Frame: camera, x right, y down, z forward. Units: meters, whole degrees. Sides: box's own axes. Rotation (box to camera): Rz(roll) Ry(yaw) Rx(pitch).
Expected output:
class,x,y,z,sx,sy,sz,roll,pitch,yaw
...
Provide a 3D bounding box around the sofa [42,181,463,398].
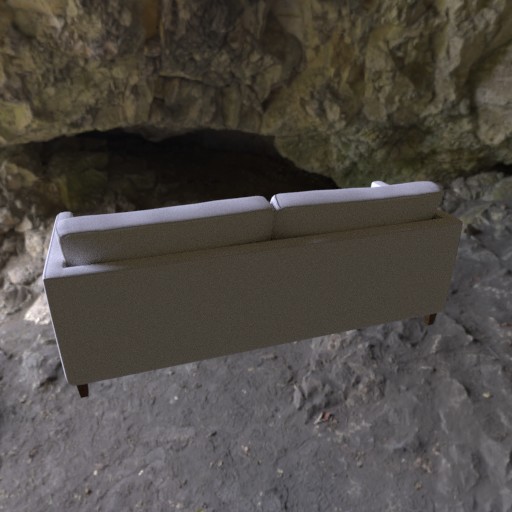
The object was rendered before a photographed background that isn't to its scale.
class,x,y,z,sx,sy,sz,roll,pitch,yaw
sofa,0.000,0.000,2.847,2.361,0.962,0.951,-8,27,-16
